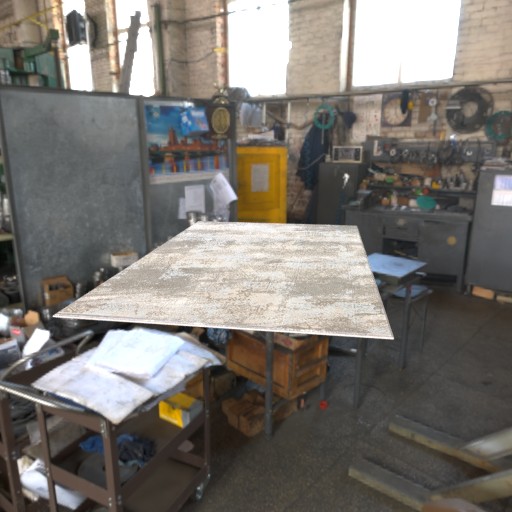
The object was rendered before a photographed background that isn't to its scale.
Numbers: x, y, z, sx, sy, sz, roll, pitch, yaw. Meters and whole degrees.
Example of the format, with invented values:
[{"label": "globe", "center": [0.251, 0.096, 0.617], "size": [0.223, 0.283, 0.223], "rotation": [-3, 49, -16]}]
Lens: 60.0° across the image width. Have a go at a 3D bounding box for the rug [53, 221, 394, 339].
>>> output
[{"label": "rug", "center": [0.000, 0.000, 3.108], "size": [1.536, 0.012, 2.431], "rotation": [2, 15, 9]}]
